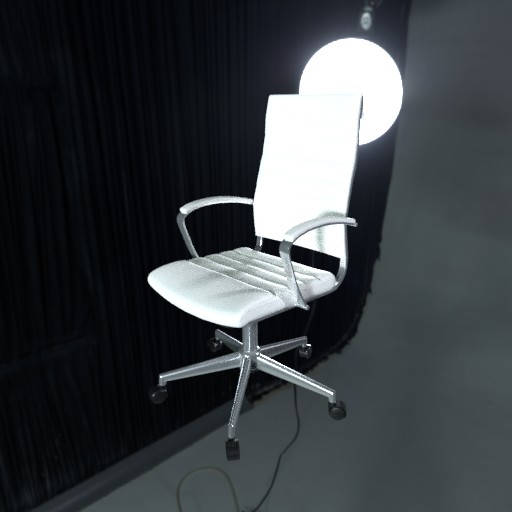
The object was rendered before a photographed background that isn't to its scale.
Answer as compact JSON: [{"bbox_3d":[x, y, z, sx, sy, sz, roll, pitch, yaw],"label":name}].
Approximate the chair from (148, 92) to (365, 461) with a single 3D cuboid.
[{"bbox_3d":[0.000,0.000,1.654,0.766,1.149,0.739,17,25,42],"label":"chair"}]
